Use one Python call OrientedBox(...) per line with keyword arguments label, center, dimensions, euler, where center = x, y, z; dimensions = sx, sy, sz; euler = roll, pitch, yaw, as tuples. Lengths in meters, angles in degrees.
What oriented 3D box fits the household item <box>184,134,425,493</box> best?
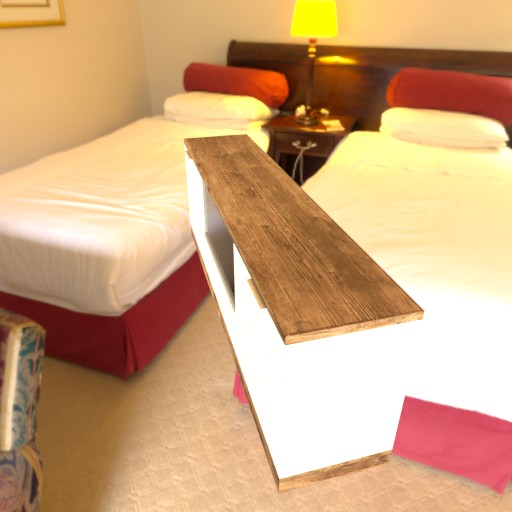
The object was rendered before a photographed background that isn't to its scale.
OrientedBox(label="household item", center=(0.000, 0.000, 1.986), dimensions=(0.390, 0.615, 1.800), euler=(-8, 31, -13))
